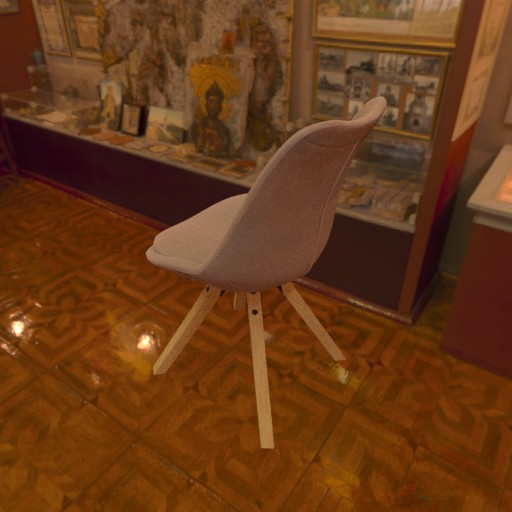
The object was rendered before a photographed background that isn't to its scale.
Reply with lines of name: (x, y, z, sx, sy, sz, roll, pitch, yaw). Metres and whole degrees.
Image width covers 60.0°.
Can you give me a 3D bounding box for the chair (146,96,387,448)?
chair: (0.000, 0.000, 1.185, 0.550, 0.850, 0.485, 22, 39, 31)
